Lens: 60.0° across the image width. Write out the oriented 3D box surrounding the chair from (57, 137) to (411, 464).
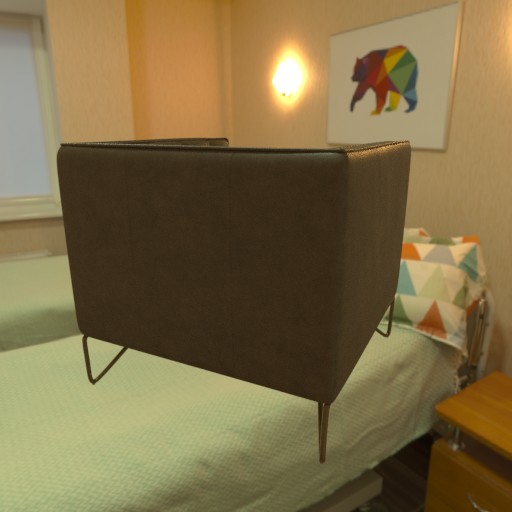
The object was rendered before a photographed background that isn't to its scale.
[{"bbox_3d":[0.000,0.000,1.561,0.880,0.790,0.894,8,18,26],"label":"chair"}]
